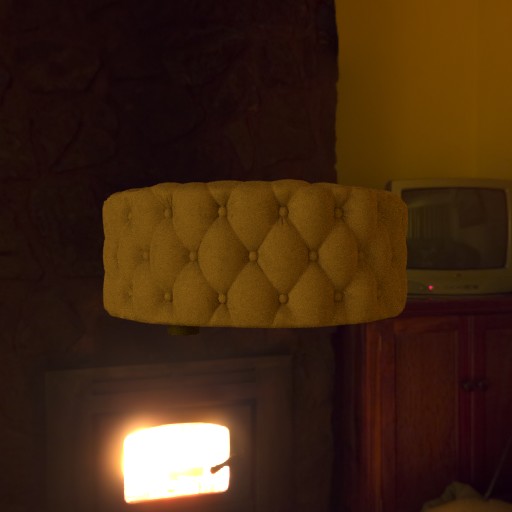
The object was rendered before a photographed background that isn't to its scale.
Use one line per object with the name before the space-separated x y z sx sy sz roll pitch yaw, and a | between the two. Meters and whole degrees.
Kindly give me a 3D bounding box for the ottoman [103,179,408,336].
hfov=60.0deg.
ottoman | 0.000 0.000 1.519 0.998 0.399 0.998 0 1 0
